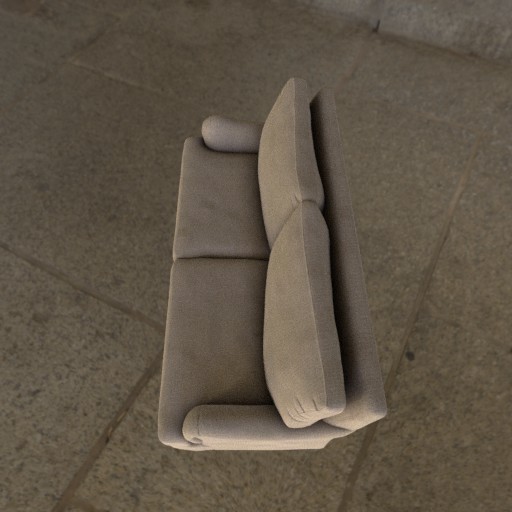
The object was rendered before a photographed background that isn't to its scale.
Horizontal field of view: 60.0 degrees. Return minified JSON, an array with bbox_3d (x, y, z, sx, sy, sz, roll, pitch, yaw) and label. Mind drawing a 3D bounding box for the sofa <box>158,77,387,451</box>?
[{"bbox_3d":[0.000,0.000,2.767,1.069,1.096,2.193,-1,58,-1],"label":"sofa"}]
